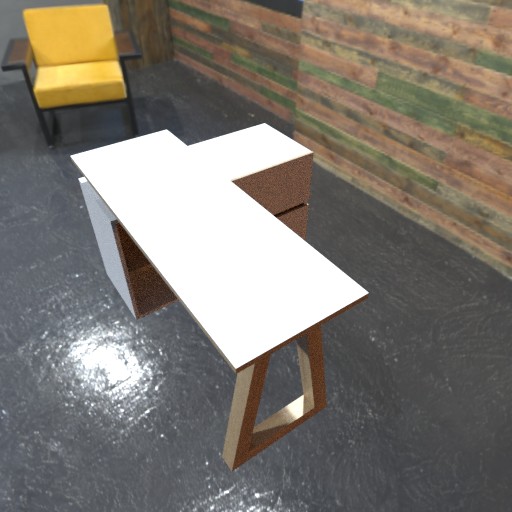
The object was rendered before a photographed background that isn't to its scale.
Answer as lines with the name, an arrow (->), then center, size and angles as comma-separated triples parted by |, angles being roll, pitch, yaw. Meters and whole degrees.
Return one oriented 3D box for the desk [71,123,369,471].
desk -> 0.000, 0.000, 2.076 | 1.098, 0.755, 1.404 | -24, 46, -26
